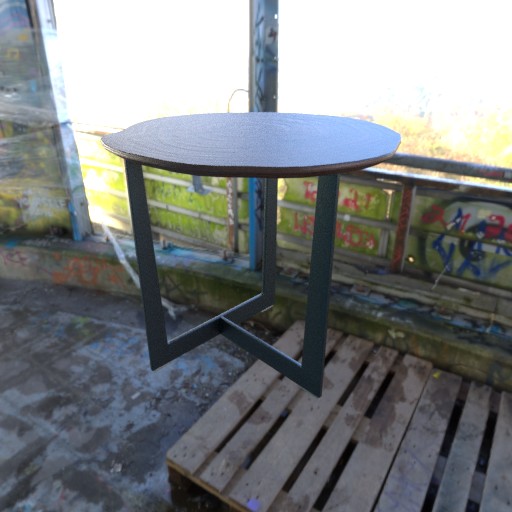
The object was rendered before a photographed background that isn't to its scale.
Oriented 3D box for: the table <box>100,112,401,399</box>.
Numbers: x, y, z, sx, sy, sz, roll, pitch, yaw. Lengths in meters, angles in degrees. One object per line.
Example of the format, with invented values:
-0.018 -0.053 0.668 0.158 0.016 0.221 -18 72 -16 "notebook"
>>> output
0.000 0.000 0.866 0.494 0.476 0.477 17 31 31 "table"
